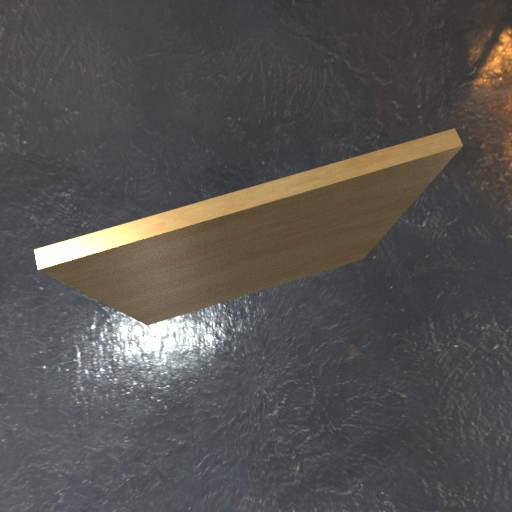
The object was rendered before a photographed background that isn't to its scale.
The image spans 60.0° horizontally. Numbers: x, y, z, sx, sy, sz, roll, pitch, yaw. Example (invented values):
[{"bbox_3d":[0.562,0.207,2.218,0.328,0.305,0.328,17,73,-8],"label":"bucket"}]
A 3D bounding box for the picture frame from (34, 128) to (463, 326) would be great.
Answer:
[{"bbox_3d":[0.000,0.000,1.124,0.758,0.761,0.037,-17,75,-5],"label":"picture frame"}]
